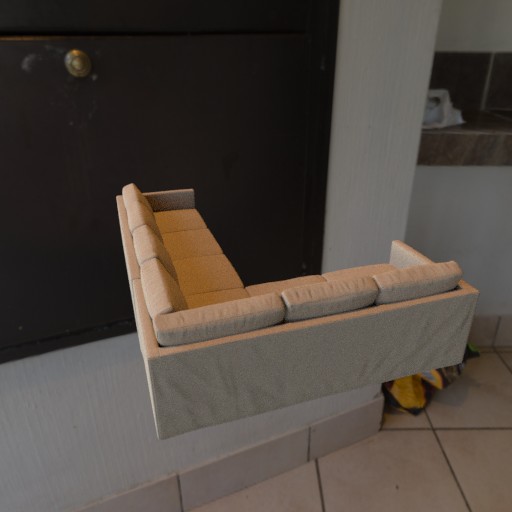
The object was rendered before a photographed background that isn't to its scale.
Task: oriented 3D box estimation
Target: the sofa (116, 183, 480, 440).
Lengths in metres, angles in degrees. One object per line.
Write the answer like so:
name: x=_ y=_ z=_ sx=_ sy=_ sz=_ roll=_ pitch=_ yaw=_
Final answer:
sofa: x=0.000 y=0.000 z=4.361 sx=2.432 sy=0.871 sz=3.182 roll=-8 pitch=27 yaw=-17
